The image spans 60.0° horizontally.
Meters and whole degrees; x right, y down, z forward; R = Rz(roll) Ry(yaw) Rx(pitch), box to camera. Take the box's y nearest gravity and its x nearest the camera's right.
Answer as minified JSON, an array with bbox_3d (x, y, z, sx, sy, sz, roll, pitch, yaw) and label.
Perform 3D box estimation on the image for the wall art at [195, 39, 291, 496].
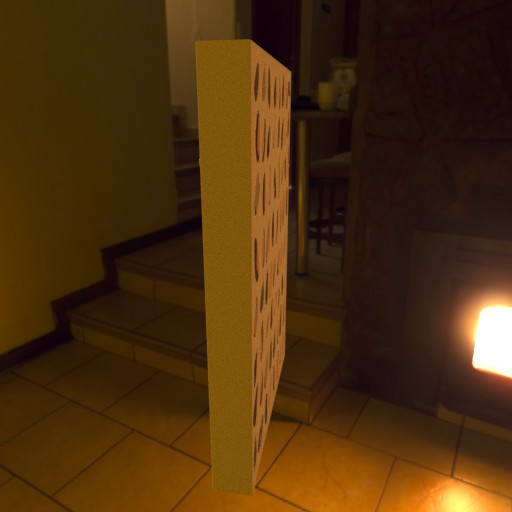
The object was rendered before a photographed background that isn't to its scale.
[{"bbox_3d":[0.000,0.000,0.470,0.039,0.381,0.252,3,18,10],"label":"wall art"}]
